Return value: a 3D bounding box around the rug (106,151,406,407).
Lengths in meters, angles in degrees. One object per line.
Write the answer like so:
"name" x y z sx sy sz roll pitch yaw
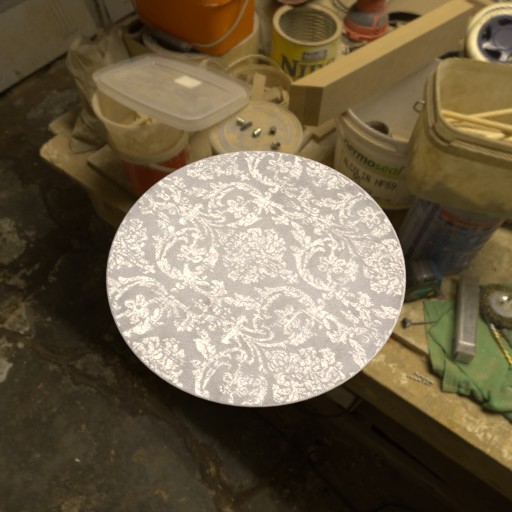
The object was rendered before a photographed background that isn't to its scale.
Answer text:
"rug" 0.000 0.000 2.395 1.593 0.012 1.593 0 57 0
